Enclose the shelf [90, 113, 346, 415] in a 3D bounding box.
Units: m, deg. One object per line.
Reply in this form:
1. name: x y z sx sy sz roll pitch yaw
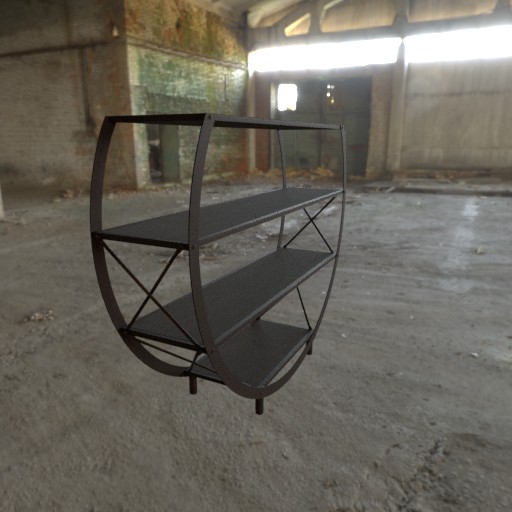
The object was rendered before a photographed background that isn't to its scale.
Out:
1. shelf: 0.000 0.000 1.836 0.344 1.063 1.403 7 16 26
